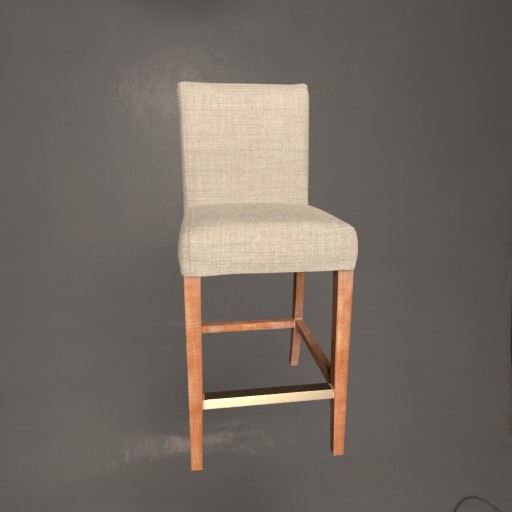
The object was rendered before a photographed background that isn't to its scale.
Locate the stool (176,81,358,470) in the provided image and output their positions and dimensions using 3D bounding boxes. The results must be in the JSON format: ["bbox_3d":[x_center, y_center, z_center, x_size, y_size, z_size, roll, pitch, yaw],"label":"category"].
[{"bbox_3d":[0.000,0.000,1.344,0.454,1.039,0.567,-2,15,-8],"label":"stool"}]
